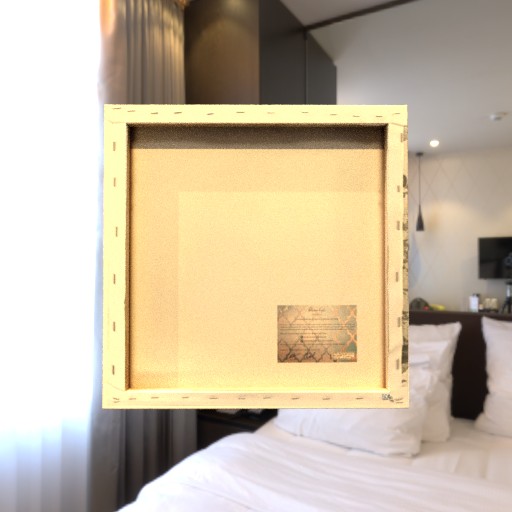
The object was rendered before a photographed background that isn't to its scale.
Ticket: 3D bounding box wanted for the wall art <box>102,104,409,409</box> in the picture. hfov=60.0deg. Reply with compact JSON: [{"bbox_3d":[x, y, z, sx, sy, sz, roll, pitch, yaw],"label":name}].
[{"bbox_3d":[0.000,0.000,0.615,0.411,0.410,0.038,0,-1,0],"label":"wall art"}]
